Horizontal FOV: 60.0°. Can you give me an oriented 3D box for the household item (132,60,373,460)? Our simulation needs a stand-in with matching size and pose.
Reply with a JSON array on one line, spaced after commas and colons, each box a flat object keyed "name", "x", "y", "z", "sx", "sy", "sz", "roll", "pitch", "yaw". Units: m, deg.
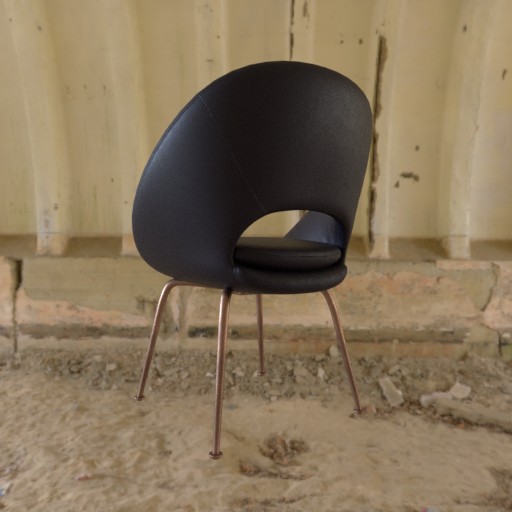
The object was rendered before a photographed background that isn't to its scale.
[{"name": "household item", "x": 0.000, "y": 0.000, "z": 1.215, "sx": 0.623, "sy": 0.852, "sz": 0.573, "roll": -1, "pitch": 1, "yaw": -35}]
